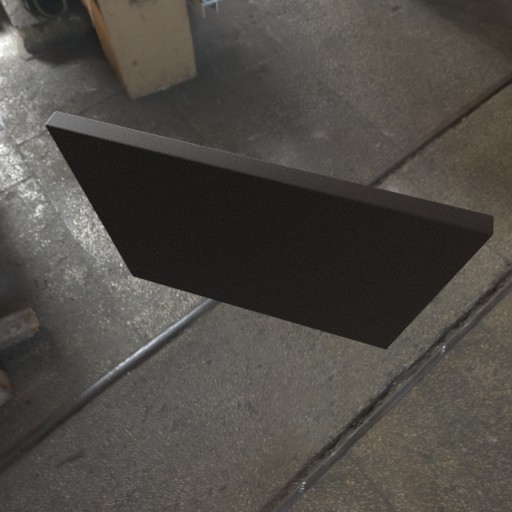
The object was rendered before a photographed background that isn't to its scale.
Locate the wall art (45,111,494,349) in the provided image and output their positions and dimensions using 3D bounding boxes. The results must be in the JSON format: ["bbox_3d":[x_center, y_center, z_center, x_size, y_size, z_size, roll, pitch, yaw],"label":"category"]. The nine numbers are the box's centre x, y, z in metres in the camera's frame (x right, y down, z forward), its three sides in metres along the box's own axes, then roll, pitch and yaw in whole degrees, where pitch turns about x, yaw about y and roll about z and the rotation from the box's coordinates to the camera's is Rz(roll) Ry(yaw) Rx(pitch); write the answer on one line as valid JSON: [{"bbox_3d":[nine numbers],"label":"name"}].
[{"bbox_3d":[0.000,0.000,0.735,0.558,0.457,0.031,15,63,8],"label":"wall art"}]
